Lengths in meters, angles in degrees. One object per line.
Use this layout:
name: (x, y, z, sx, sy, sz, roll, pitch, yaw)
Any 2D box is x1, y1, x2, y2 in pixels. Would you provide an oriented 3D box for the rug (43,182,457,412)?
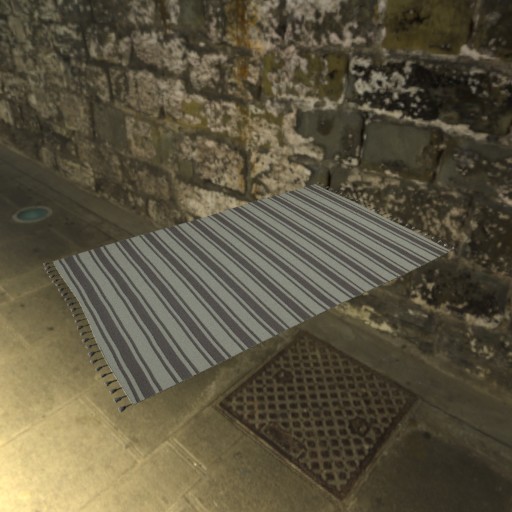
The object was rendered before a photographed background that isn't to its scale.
rug: (0.000, 0.000, 2.575, 2.096, 0.011, 1.229, -20, 38, -29)
